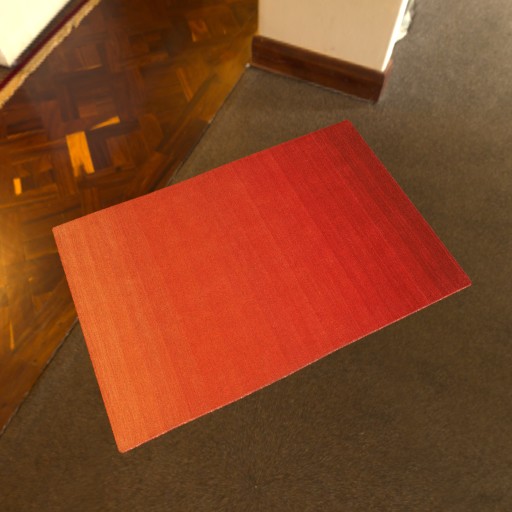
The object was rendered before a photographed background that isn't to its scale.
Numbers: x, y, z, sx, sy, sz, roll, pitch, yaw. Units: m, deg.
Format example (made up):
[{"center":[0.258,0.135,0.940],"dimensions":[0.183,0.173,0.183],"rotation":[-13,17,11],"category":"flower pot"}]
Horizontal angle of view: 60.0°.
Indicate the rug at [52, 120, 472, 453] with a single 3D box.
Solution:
[{"center":[0.000,0.000,2.293],"dimensions":[1.835,0.018,1.230],"rotation":[-23,65,-11],"category":"rug"}]
